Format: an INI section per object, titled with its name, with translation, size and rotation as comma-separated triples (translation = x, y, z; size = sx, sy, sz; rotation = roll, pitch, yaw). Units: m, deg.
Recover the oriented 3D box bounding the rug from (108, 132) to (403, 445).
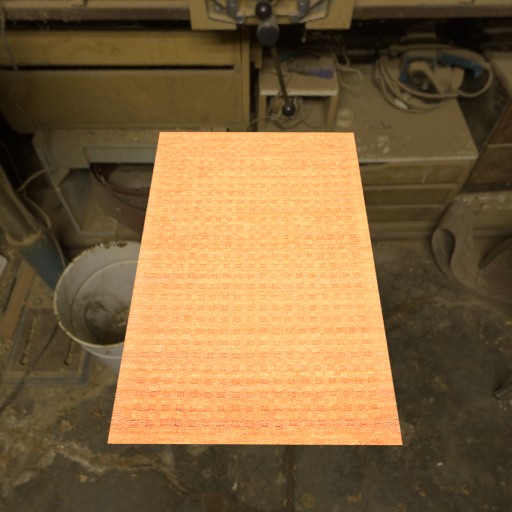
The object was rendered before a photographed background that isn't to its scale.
[rug]
translation = 0.000, 0.000, 2.892
size = 1.524, 0.006, 2.285
rotation = 0, 58, 0
